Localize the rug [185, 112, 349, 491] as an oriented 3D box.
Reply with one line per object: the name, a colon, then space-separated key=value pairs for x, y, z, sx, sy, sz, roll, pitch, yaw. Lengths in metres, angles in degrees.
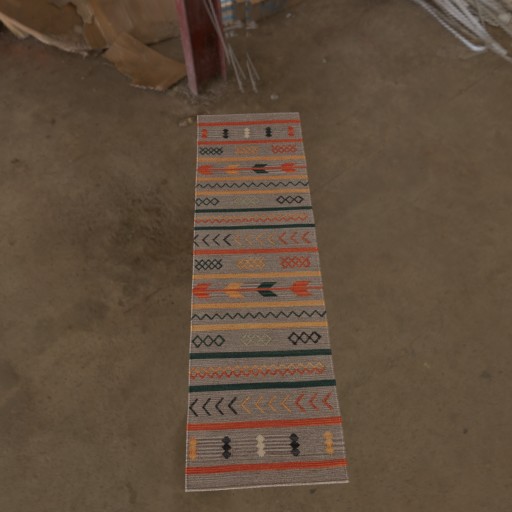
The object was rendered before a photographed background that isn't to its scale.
rug: x=0.000 y=0.000 z=2.606 sx=0.744 sy=0.022 sz=2.419 roll=-2 pitch=59 yaw=-1
